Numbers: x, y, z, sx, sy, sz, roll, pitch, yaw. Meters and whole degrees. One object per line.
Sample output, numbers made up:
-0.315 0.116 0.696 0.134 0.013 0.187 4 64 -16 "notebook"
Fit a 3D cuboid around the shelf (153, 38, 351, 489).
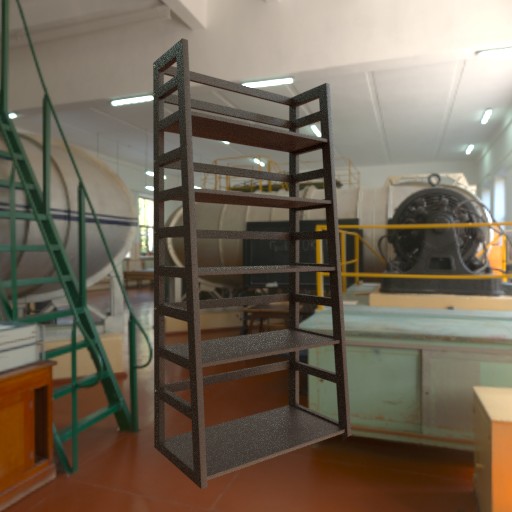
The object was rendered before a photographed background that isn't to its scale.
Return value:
0.000 0.000 1.904 0.763 1.600 0.403 -1 1 -36 "shelf"
